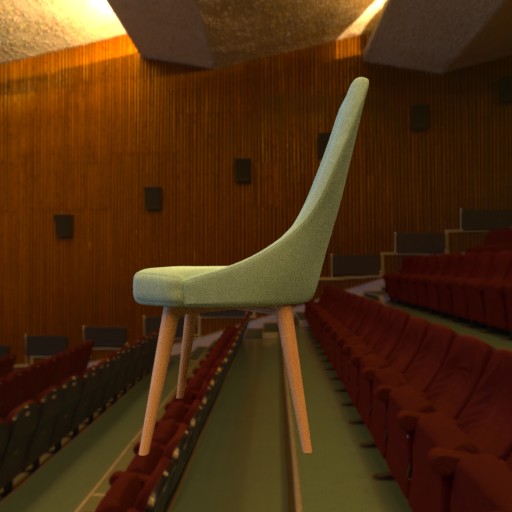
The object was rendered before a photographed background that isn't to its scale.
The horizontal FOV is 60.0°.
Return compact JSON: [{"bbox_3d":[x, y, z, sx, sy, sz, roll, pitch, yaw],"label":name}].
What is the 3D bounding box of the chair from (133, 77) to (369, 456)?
[{"bbox_3d":[0.000,0.000,1.377,0.660,1.040,0.510,0,0,2],"label":"chair"}]
